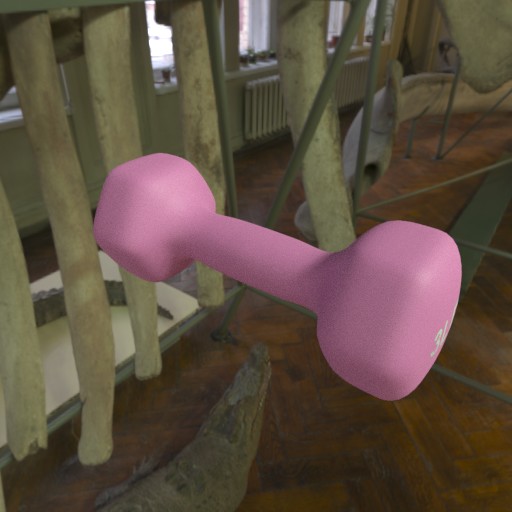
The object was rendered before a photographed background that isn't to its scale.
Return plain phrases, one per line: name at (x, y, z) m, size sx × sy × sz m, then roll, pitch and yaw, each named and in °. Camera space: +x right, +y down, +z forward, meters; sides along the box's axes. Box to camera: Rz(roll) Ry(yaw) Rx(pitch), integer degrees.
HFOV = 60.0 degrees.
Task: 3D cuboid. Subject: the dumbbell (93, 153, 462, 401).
dumbbell at (0.000, 0.000, 0.189) m, size 0.159 × 0.058 × 0.064 m, roll 22°, pitch 38°, yaw 31°
